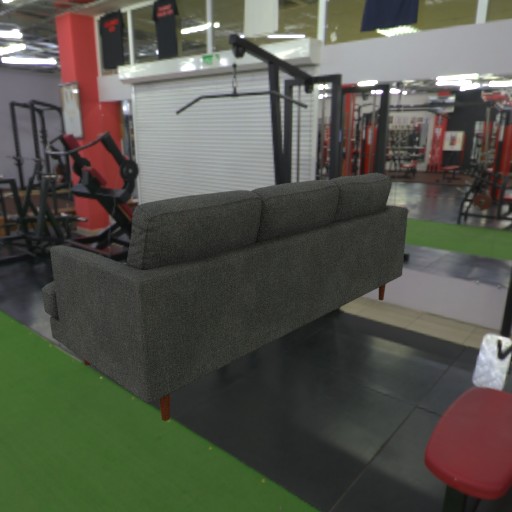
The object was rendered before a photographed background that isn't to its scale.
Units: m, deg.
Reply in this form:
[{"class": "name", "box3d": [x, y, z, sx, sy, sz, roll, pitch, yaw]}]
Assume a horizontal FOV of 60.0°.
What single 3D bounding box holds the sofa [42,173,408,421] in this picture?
[{"class": "sofa", "box3d": [0.000, 0.000, 2.713, 0.903, 0.930, 2.246, 14, 21, 41]}]
